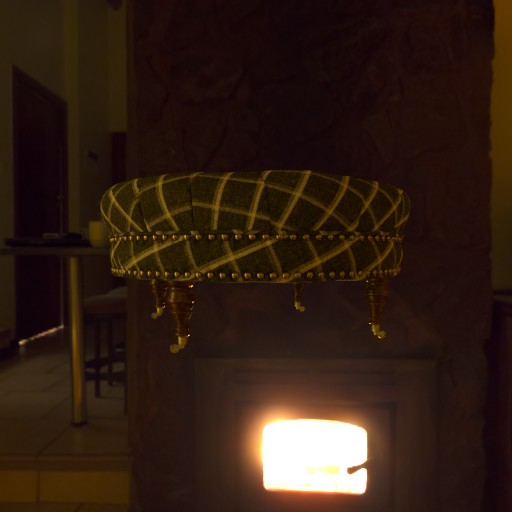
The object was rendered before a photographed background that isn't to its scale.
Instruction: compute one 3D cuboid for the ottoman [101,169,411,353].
[{"bbox_3d":[0.000,0.000,1.364,0.901,0.439,0.901,0,1,0],"label":"ottoman"}]
